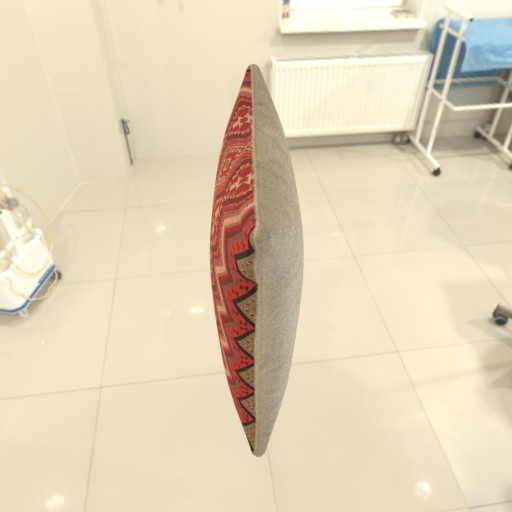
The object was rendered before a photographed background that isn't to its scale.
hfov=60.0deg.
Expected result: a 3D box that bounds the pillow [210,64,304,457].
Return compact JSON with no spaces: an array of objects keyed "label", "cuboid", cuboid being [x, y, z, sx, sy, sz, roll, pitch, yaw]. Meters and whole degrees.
[{"label":"pillow","cuboid":[0.000,0.000,0.799,0.158,0.511,0.513,-1,42,-1]}]
